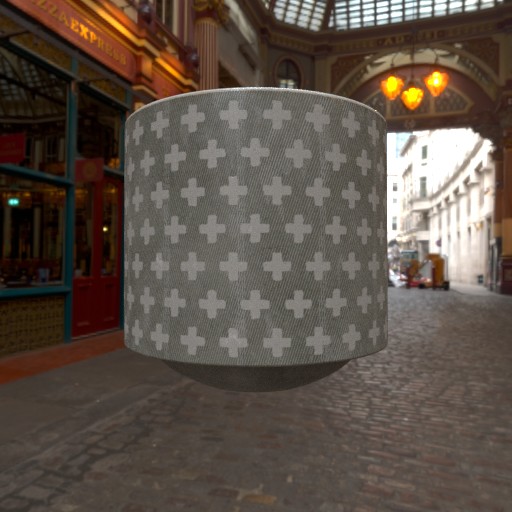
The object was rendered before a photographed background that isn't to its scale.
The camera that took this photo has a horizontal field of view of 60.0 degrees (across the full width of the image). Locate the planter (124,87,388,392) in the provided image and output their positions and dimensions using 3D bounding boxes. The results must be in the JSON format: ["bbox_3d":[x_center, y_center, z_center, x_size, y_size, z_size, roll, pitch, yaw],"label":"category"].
[{"bbox_3d":[0.000,0.000,0.439,0.250,0.239,0.250,0,-1,0],"label":"planter"}]
